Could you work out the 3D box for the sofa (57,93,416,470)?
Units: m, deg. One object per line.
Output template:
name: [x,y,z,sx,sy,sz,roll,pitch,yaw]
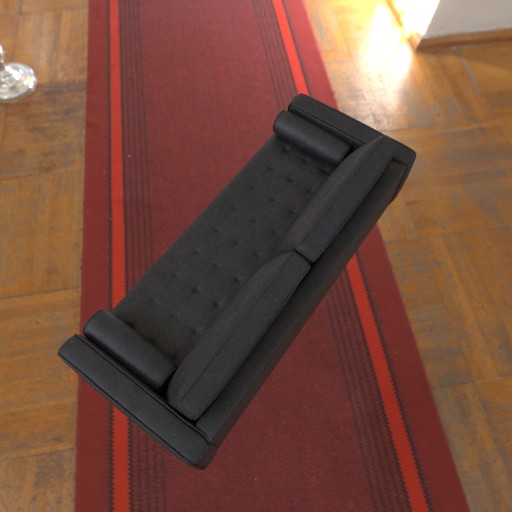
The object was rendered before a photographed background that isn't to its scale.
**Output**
sofa: [0.000,0.000,2.617,0.914,0.762,2.210,33,68,15]
